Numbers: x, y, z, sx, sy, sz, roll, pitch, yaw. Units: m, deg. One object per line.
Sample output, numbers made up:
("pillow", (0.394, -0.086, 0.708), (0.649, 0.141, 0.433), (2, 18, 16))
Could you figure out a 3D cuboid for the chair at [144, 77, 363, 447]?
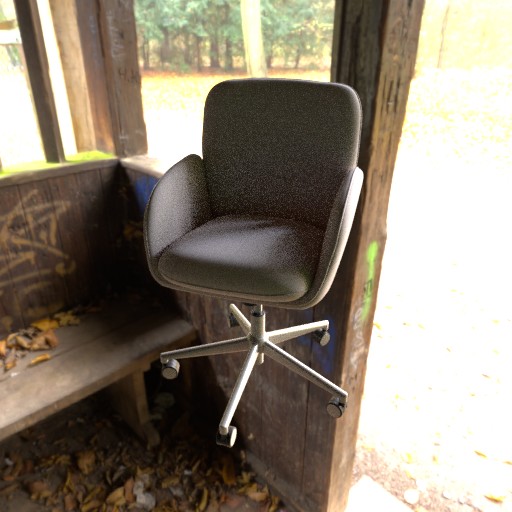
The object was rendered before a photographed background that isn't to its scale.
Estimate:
("chair", (0.000, 0.000, 1.343), (0.648, 0.959, 0.633), (8, 27, 16))
